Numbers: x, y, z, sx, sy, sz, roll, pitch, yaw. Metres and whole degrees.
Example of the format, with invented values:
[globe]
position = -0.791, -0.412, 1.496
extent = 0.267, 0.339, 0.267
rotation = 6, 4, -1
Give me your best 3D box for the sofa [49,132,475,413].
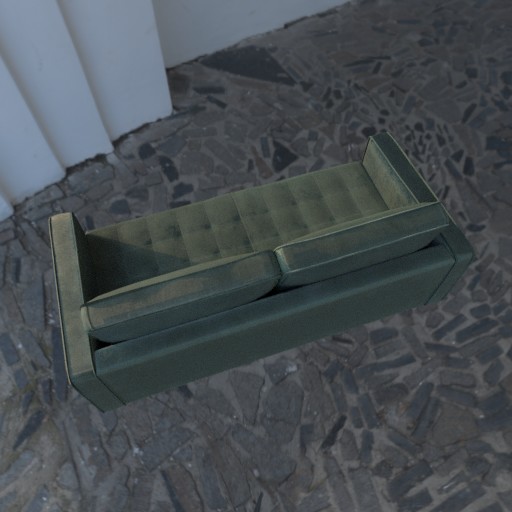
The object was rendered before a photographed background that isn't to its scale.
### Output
[sofa]
position = 0.000, 0.000, 2.197
extent = 1.816, 0.781, 0.886
rotation = -16, 59, -10
